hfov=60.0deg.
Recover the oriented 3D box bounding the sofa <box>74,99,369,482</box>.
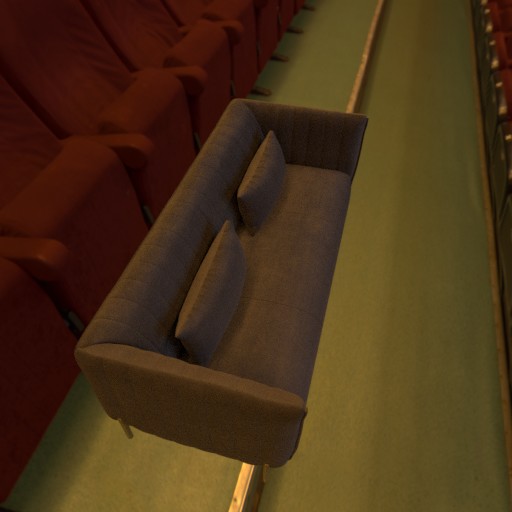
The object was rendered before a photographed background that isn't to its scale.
[{"bbox_3d":[0.000,0.000,2.395,0.876,0.780,1.980,12,49,11],"label":"sofa"}]
